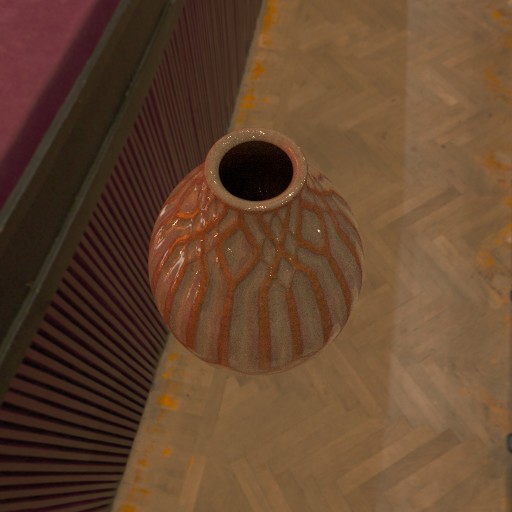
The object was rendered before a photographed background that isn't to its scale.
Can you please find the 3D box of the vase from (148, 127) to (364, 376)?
[{"bbox_3d":[0.000,0.000,0.266,0.131,0.175,0.131,0,64,0],"label":"vase"}]
